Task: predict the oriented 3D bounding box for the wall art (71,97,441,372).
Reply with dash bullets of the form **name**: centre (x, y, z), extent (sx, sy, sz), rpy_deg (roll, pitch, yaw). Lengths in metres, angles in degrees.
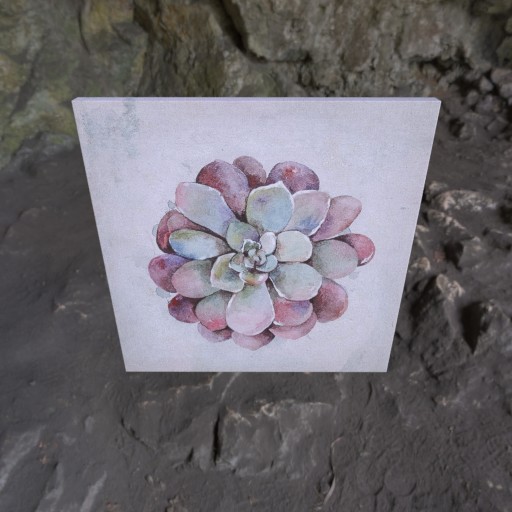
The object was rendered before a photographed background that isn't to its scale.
- **wall art**: centre (0.000, 0.000, 1.120), extent (0.762, 0.762, 0.041), rpy_deg (0, 30, 0)
